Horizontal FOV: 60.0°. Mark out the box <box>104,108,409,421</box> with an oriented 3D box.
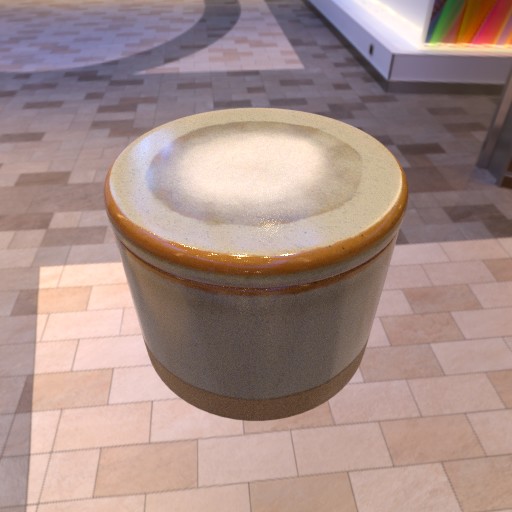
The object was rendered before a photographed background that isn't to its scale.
[{"bbox_3d":[0.000,0.000,0.213,0.123,0.100,0.123,0,40,0],"label":"box"}]
